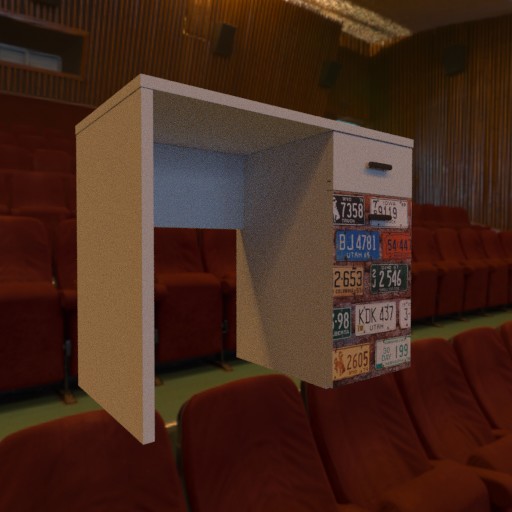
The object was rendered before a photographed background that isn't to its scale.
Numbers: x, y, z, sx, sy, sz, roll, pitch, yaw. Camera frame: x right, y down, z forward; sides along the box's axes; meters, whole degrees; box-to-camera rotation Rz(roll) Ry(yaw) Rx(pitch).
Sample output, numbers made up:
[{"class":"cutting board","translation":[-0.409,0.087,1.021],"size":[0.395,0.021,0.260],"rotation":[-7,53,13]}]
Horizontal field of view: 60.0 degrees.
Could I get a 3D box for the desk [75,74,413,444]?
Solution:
[{"class":"desk","translation":[0.000,0.000,1.320],"size":[0.898,0.730,0.482],"rotation":[-1,2,-37]}]
